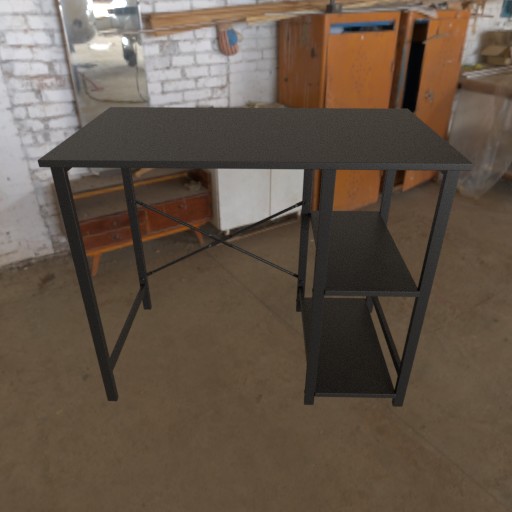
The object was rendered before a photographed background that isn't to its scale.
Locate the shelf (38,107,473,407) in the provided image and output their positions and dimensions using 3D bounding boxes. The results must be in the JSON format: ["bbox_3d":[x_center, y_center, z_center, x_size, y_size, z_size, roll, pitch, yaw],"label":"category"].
[{"bbox_3d":[0.000,0.000,1.321,0.902,0.749,0.498,1,31,1],"label":"shelf"}]
